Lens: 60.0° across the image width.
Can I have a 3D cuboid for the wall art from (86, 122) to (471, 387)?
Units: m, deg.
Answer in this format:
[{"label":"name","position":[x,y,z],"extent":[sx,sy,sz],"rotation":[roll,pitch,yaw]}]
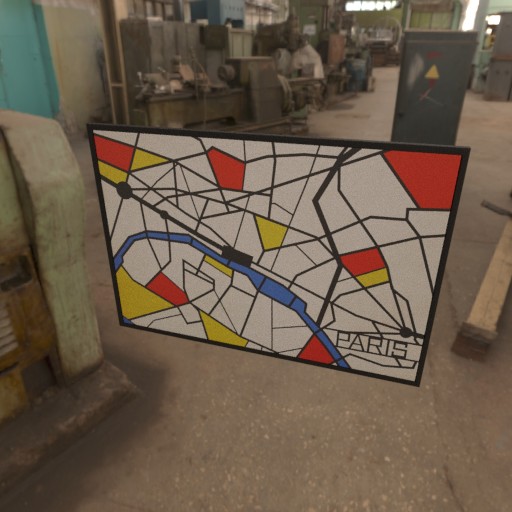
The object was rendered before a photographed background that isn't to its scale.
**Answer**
[{"label":"wall art","position":[0.000,0.000,0.847],"extent":[0.664,0.458,0.013],"rotation":[8,28,16]}]
